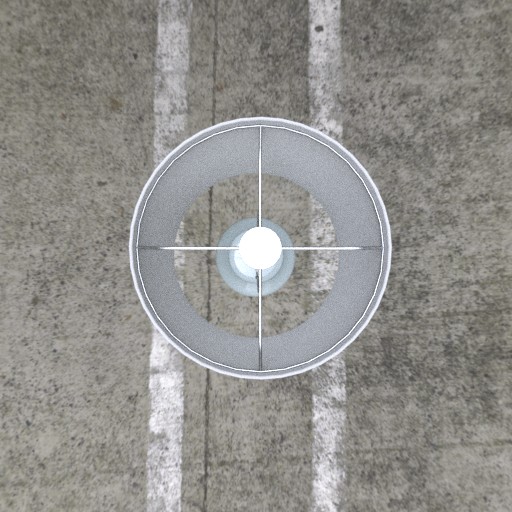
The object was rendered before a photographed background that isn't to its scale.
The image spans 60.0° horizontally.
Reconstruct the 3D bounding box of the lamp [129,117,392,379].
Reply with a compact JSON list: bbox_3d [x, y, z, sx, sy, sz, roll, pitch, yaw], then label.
[{"bbox_3d":[0.000,0.000,0.602,0.212,0.493,0.212,0,88,-1],"label":"lamp"}]
